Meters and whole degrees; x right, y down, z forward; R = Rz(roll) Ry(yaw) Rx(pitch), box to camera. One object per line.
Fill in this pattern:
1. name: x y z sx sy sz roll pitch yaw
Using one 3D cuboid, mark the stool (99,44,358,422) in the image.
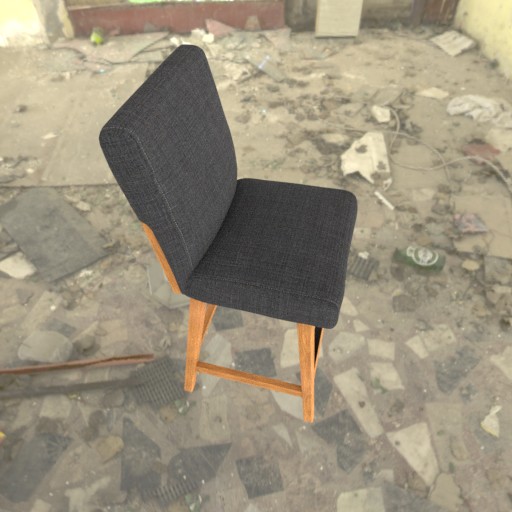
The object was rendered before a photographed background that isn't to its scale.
1. stool: 0.000 0.000 1.295 0.526 1.010 0.459 11 48 10
